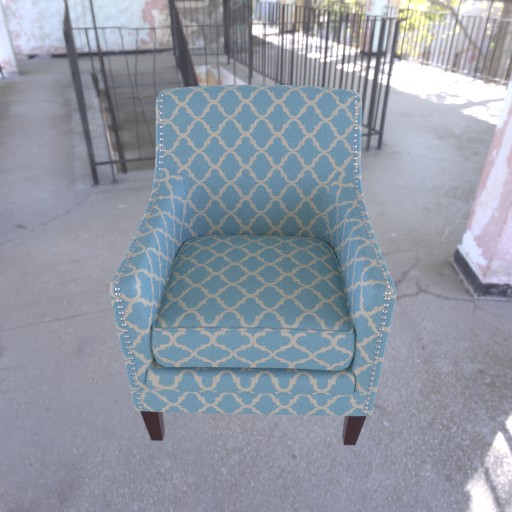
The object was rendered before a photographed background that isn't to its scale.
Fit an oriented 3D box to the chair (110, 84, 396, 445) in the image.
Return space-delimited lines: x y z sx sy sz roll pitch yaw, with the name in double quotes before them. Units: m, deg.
"chair" 0.000 0.000 1.283 0.617 0.817 0.686 1 32 1
